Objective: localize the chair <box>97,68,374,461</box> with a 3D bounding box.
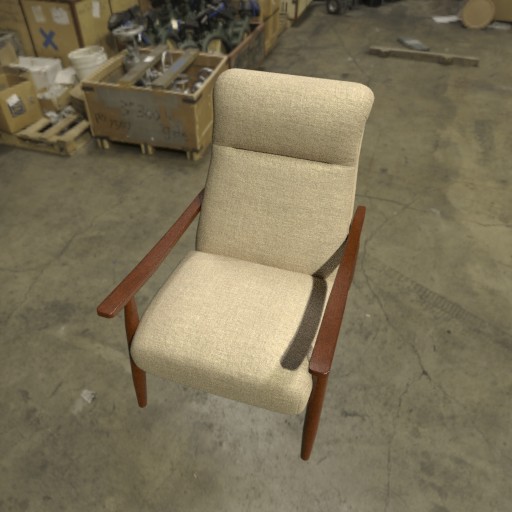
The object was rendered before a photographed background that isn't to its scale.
[{"bbox_3d":[0.000,0.000,1.749,0.762,1.082,1.014,12,44,13],"label":"chair"}]
